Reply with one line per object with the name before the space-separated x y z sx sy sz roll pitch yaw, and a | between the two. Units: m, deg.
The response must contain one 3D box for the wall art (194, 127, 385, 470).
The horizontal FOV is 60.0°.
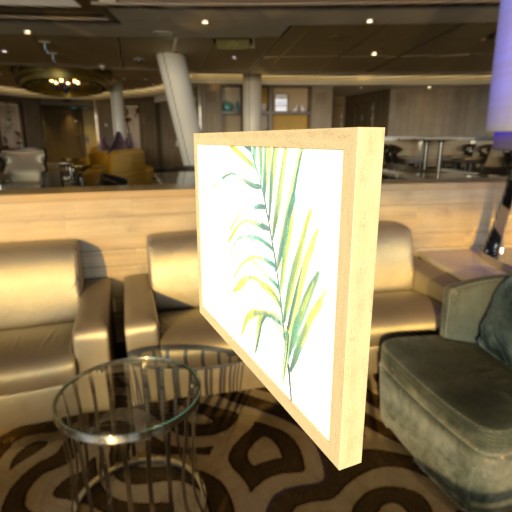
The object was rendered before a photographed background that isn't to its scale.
wall art | 0.000 0.000 0.703 0.032 0.380 0.532 -7 16 -24
